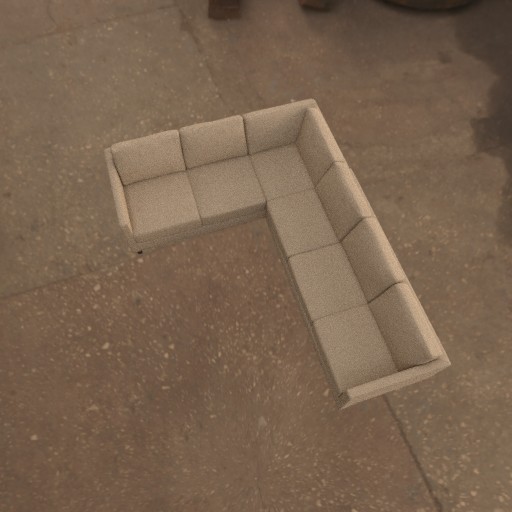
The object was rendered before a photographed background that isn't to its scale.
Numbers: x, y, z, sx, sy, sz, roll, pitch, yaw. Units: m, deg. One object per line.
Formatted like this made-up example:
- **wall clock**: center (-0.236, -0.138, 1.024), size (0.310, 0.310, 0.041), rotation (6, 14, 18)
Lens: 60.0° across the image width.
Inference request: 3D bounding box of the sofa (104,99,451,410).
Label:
- **sofa**: center (0.000, 0.000, 4.422), size (2.432, 0.863, 3.182), rotation (-16, 64, -8)
